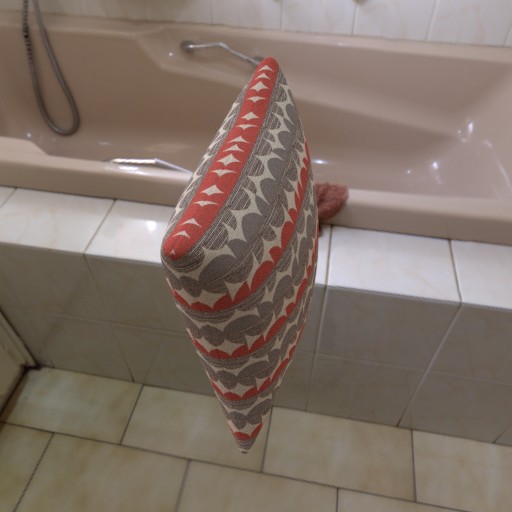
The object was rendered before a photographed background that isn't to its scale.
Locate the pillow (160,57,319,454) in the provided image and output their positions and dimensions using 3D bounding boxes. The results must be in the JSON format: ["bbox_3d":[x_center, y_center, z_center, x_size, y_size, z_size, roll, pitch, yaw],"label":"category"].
[{"bbox_3d":[0.000,0.000,0.648,0.180,0.410,0.420,9,47,9],"label":"pillow"}]
